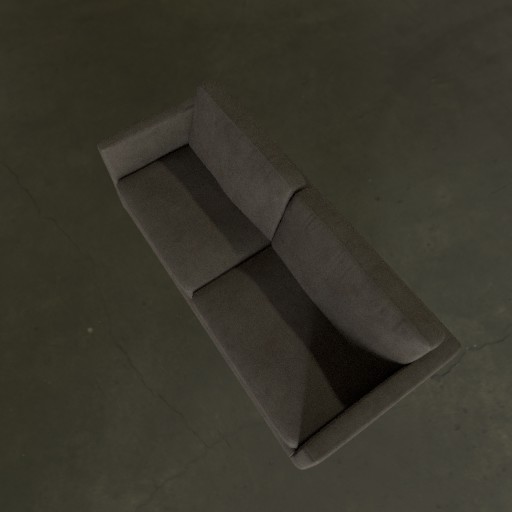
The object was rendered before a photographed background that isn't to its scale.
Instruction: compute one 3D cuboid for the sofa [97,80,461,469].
[{"bbox_3d":[0.000,0.000,2.666,0.951,0.965,2.208,-31,67,-15],"label":"sofa"}]
